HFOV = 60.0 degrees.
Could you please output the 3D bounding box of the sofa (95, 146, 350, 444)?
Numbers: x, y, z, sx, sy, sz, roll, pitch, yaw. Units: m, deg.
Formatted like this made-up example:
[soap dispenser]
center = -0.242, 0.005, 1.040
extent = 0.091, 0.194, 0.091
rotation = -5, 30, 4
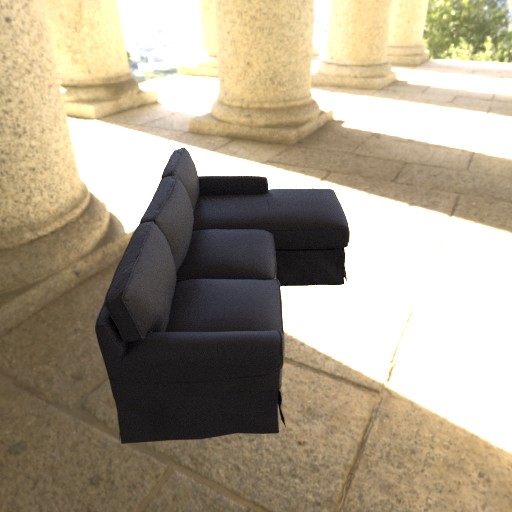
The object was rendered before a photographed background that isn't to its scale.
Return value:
[sofa]
center = 0.000, 0.000, 3.364
extent = 1.637, 1.039, 2.518
rotation = 0, 31, -1
